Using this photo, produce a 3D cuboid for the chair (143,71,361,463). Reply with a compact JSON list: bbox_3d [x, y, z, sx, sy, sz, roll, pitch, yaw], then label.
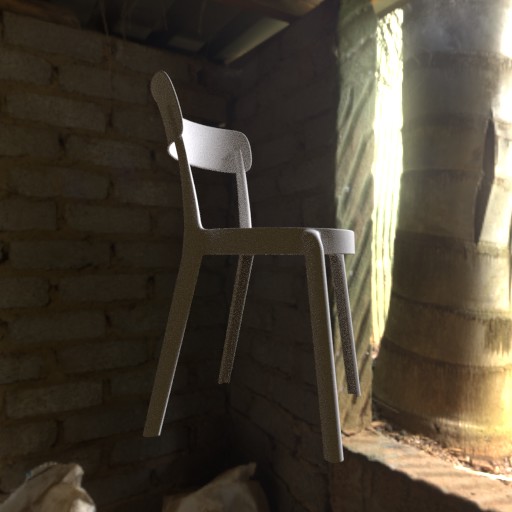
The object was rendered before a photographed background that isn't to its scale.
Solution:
[{"bbox_3d":[0.000,0.000,1.130,0.491,0.790,0.506,0,0,18],"label":"chair"}]
